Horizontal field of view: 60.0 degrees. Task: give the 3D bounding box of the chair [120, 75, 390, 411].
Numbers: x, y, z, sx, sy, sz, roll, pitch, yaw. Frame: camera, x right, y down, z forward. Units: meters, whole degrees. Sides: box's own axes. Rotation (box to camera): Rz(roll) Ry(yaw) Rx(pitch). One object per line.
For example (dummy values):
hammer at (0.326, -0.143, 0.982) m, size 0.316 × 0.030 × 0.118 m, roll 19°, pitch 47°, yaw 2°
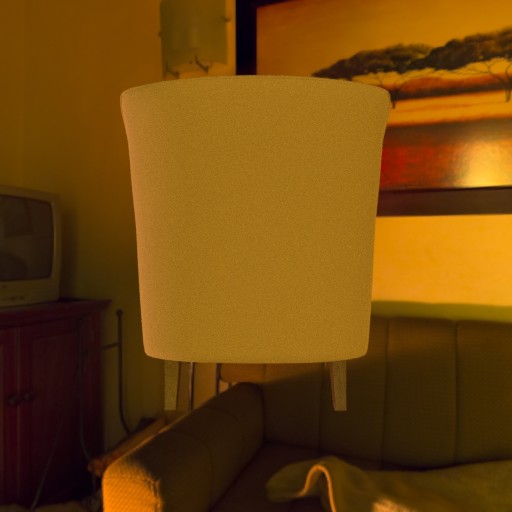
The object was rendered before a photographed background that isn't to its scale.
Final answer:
chair at (0.000, 0.000, 1.520) m, size 0.756 × 0.916 × 0.879 m, roll 0°, pitch -1°, yaw 0°
